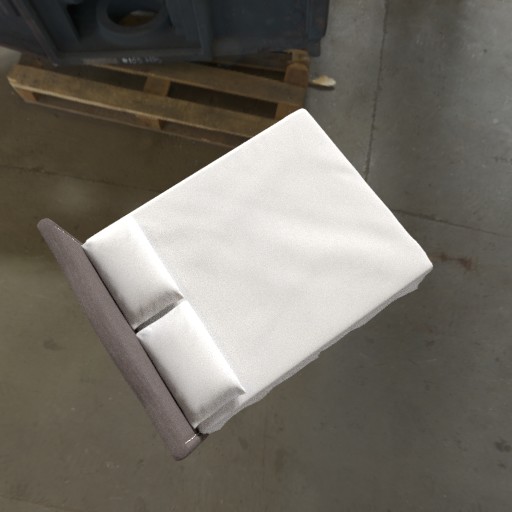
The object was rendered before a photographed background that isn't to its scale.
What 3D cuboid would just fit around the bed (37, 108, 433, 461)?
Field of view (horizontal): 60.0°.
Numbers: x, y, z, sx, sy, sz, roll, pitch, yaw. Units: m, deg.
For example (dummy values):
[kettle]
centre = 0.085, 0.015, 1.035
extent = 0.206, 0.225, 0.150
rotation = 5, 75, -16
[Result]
[bed]
centre = 0.000, 0.000, 3.964
extent = 2.689, 1.457, 2.161
rotation = -34, 77, -9
